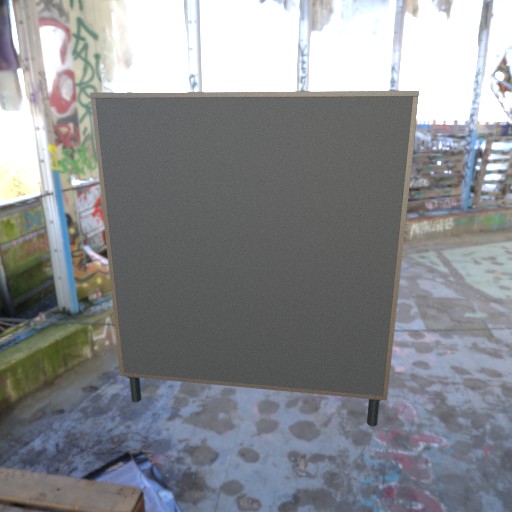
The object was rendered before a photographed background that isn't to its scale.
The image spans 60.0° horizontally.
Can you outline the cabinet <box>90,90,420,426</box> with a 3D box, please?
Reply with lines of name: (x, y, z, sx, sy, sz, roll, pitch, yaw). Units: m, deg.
cabinet: (0.000, 0.000, 1.706, 1.010, 1.170, 0.400, 3, 18, 8)
